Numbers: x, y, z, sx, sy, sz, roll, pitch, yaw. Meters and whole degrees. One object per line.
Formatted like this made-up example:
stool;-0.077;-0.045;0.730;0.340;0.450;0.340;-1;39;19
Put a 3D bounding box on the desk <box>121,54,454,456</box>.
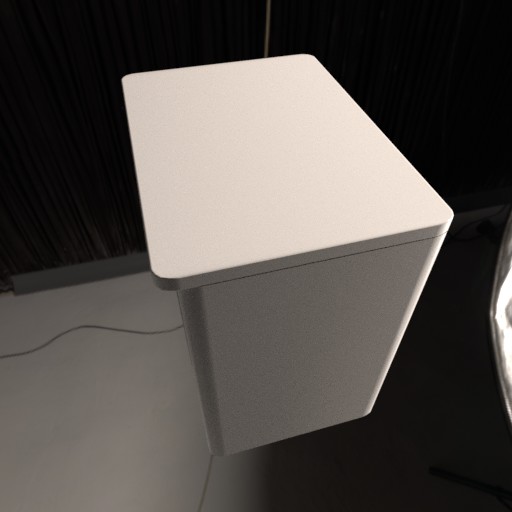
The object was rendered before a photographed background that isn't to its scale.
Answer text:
desk;0.000;0.000;1.282;0.549;0.800;0.762;-11;47;-11
